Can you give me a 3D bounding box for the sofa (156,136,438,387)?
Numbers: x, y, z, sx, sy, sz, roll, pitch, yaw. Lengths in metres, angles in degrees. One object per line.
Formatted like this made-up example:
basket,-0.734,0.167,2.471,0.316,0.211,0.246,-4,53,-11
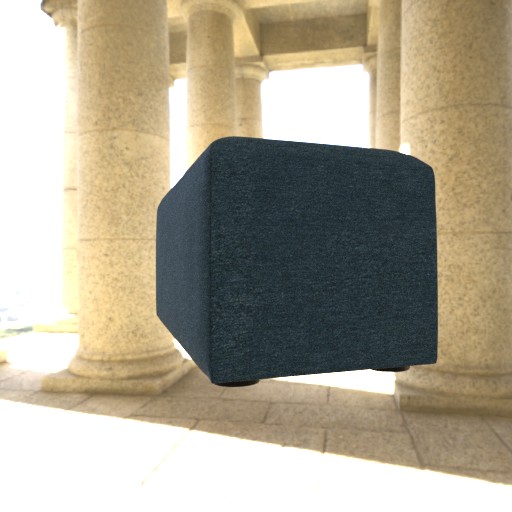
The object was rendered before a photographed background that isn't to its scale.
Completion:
sofa,0.000,0.000,1.245,0.480,0.470,0.930,0,0,-18
